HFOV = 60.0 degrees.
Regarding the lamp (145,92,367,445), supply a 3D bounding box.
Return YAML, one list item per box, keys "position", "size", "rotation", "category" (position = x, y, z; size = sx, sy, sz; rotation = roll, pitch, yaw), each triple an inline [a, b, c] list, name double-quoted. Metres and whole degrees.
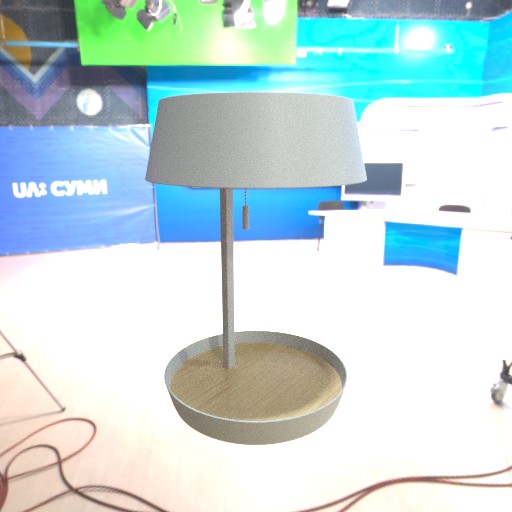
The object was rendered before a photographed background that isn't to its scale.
- position: [0.000, 0.000, 0.624]
  size: [0.291, 0.429, 0.291]
  rotation: [0, 14, 0]
  category: "lamp"
